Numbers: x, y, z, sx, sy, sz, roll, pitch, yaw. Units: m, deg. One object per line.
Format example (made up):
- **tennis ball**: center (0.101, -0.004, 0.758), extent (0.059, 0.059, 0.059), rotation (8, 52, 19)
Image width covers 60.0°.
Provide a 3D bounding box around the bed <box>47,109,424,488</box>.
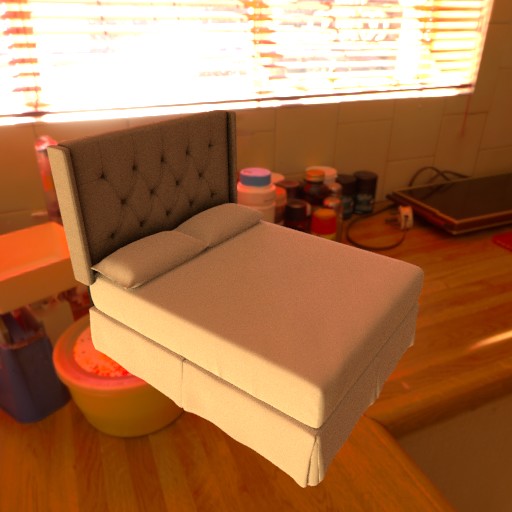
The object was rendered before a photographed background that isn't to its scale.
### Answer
- **bed**: center (0.000, 0.000, 3.218), extent (2.066, 1.665, 1.719), rotation (19, 33, 32)
